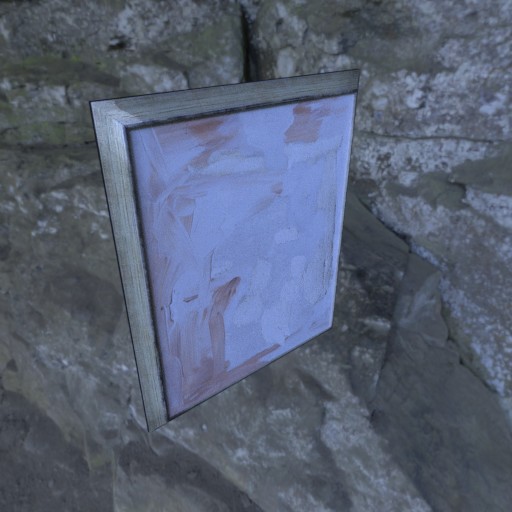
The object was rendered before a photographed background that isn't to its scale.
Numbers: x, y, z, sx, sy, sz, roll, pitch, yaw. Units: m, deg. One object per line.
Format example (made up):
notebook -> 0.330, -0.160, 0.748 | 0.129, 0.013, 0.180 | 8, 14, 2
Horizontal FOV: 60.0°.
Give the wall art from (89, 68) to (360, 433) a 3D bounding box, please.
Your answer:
wall art -> 0.000, 0.000, 0.621 | 0.381, 0.457, 0.023 | -21, 36, -33
